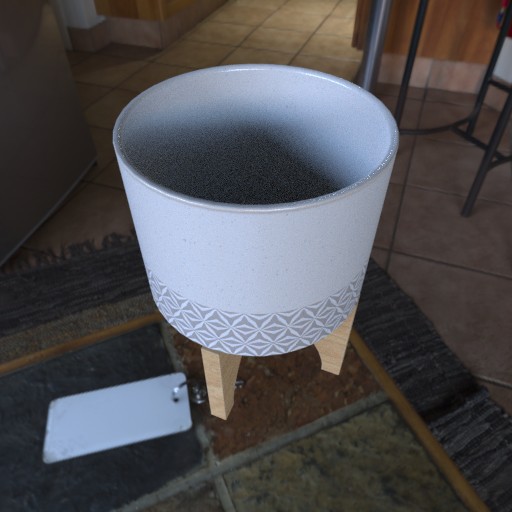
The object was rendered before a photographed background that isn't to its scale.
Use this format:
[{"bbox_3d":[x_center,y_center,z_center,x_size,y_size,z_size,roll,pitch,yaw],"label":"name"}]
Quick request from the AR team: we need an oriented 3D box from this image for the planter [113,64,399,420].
[{"bbox_3d":[0.000,0.000,0.515,0.249,0.343,0.249,0,45,0],"label":"planter"}]
